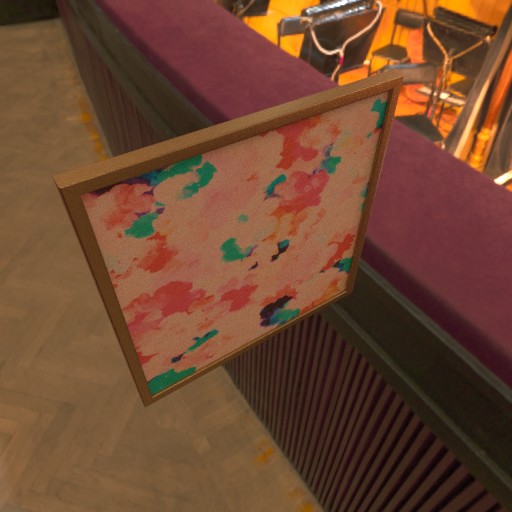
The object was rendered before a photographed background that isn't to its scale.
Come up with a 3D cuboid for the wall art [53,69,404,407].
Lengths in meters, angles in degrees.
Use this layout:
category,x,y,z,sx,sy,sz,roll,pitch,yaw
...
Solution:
category,x,y,z,sx,sy,sz,roll,pitch,yaw
wall art,0.000,0.000,1.131,0.767,0.765,0.036,-25,51,-22
